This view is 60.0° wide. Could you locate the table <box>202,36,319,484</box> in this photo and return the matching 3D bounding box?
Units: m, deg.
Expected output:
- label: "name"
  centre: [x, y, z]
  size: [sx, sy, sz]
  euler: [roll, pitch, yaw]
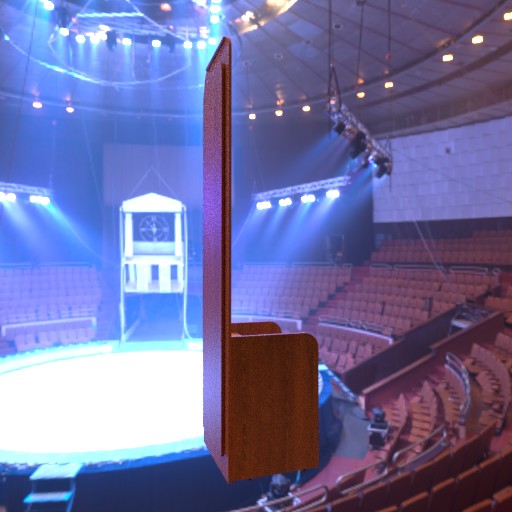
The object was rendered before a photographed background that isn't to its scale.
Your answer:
- label: "table"
  centre: [0.000, 0.000, 2.051]
  size: [0.420, 1.830, 0.450]
  euler: [0, -1, -19]
